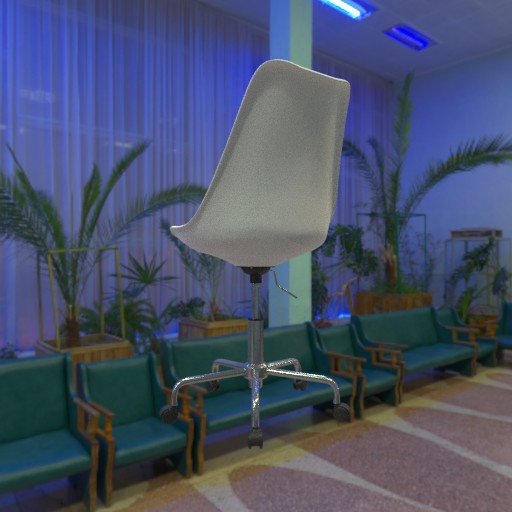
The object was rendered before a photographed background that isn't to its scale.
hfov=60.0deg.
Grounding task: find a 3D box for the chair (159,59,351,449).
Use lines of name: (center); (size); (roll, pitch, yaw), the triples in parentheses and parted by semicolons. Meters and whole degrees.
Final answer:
chair: (0.000, 0.000, 1.322); (0.550, 0.930, 0.550); (0, 0, -36)
